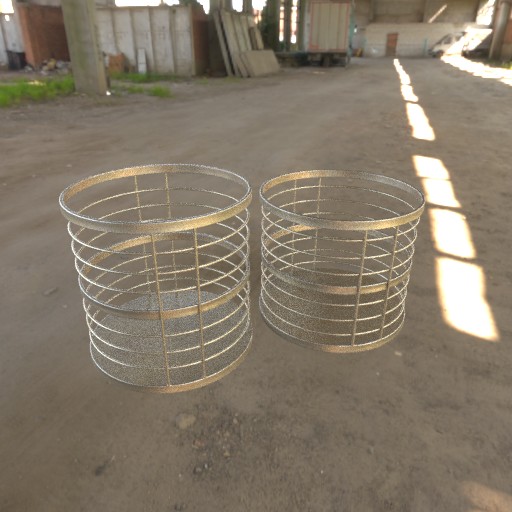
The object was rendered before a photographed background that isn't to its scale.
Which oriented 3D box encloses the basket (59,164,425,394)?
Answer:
[{"bbox_3d":[0.000,0.000,0.980,0.746,0.351,0.356,-8,28,-16],"label":"basket"}]
